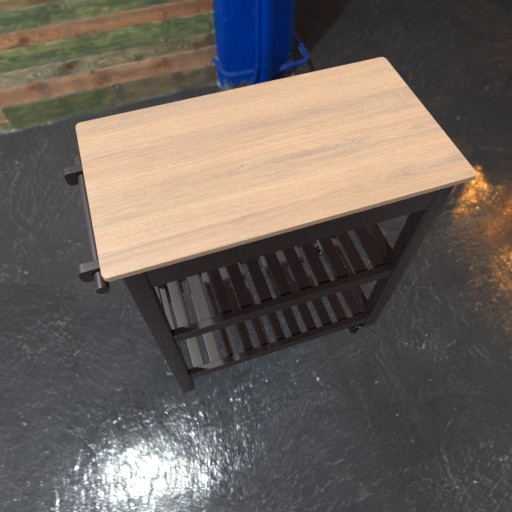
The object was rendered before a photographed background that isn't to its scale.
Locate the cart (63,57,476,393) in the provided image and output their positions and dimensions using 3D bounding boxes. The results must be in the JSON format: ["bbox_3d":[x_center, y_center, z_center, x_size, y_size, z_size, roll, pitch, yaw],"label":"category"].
[{"bbox_3d":[0.000,0.000,1.423,0.899,0.927,0.457,-16,60,-10],"label":"cart"}]
